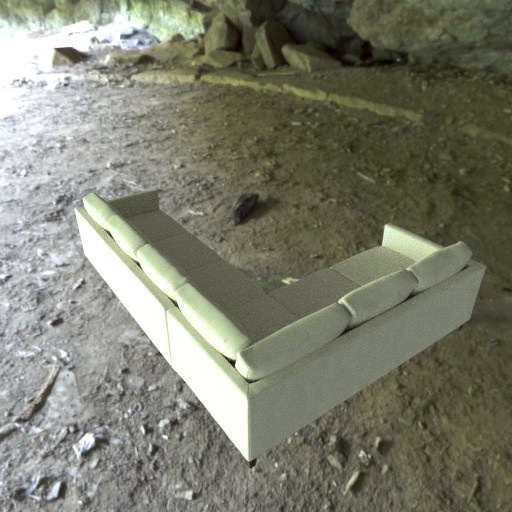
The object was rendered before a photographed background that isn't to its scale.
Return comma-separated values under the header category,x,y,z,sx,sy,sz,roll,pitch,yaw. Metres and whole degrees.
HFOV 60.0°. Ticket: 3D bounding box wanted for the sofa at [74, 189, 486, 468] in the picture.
category,x,y,z,sx,sy,sz,roll,pitch,yaw
sofa,0.000,0.000,4.278,2.432,0.863,3.182,-20,36,-30
